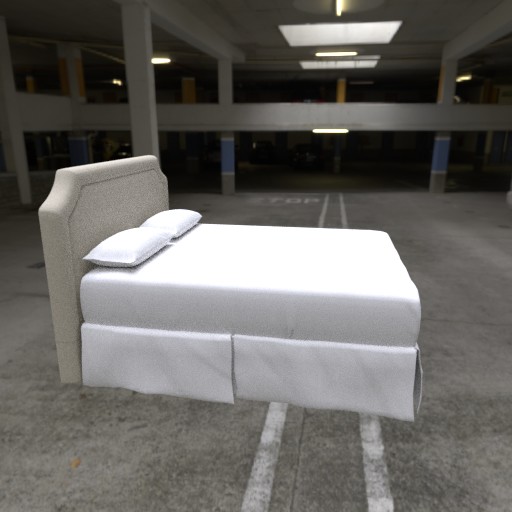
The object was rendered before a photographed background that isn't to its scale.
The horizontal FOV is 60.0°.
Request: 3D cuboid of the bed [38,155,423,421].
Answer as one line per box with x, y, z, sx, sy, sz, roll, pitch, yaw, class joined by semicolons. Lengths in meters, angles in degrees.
0.000;0.000;3.120;2.116;1.290;1.693;3;17;9;bed
